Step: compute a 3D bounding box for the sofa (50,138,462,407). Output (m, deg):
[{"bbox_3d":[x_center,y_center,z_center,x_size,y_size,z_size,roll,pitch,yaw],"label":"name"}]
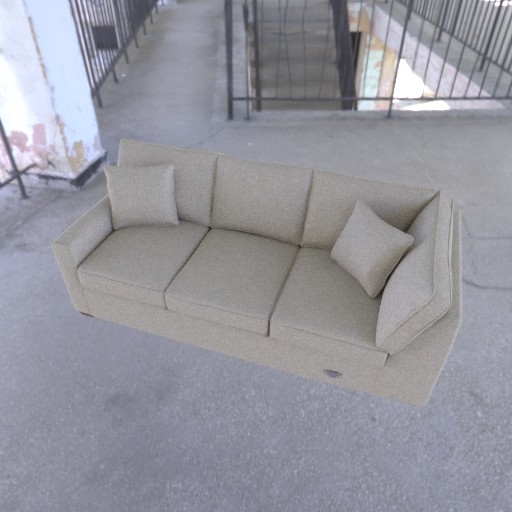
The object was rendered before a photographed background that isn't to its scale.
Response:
[{"bbox_3d":[0.000,0.000,2.812,2.317,0.962,1.061,12,40,15],"label":"sofa"}]
